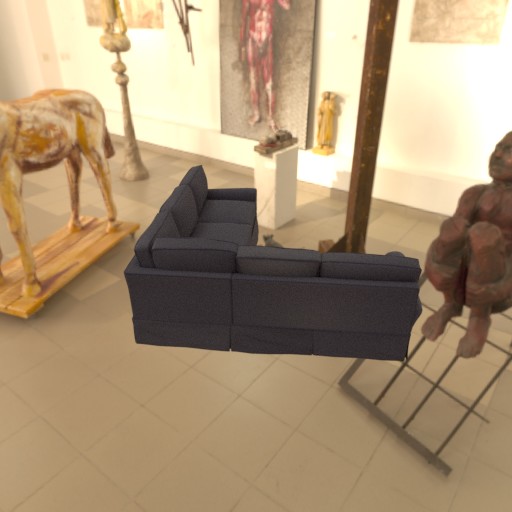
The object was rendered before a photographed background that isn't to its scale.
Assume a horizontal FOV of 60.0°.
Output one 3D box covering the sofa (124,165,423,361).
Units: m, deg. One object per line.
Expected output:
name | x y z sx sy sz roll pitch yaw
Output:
sofa | 0.000 0.000 5.076 3.773 1.169 2.874 20 36 31
